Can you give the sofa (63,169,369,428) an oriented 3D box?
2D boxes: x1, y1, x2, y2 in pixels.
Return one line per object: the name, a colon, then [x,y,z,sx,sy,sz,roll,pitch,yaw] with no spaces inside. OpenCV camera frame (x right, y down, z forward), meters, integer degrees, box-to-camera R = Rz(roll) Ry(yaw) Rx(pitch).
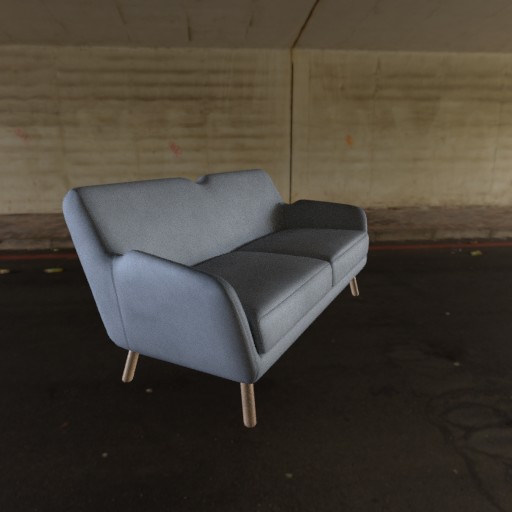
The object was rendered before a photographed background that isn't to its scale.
sofa: [0.000,0.000,2.311,0.850,0.810,1.870,7,15,25]
